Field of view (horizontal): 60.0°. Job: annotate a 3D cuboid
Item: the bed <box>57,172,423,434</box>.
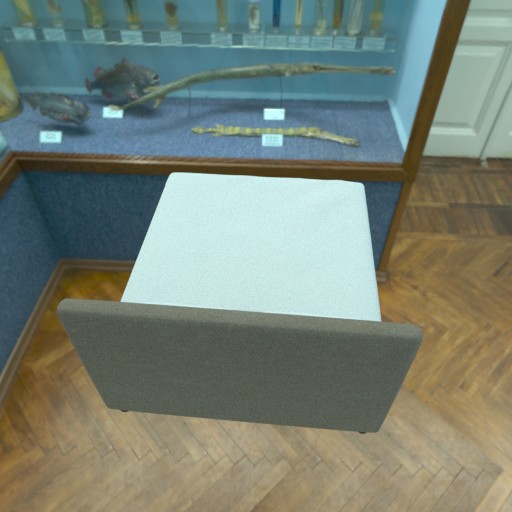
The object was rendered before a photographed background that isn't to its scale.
[{"bbox_3d":[0.000,0.000,3.668,2.119,1.317,2.341,4,46,4],"label":"bed"}]
